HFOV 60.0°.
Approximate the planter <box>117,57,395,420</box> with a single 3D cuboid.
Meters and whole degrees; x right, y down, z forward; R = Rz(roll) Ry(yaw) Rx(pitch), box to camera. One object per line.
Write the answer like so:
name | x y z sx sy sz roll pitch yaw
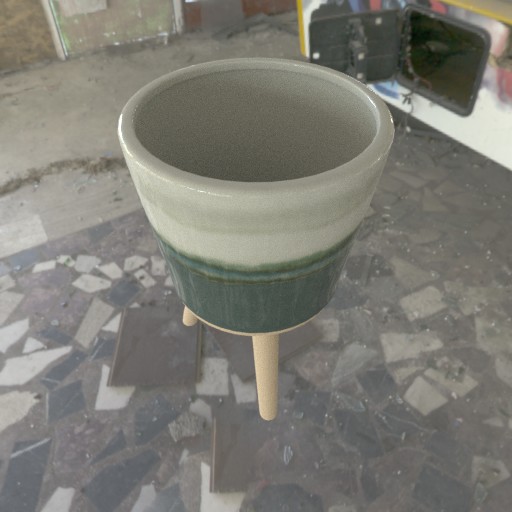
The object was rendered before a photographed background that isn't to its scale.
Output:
planter | 0.000 0.000 0.470 0.217 0.331 0.217 3 46 3
